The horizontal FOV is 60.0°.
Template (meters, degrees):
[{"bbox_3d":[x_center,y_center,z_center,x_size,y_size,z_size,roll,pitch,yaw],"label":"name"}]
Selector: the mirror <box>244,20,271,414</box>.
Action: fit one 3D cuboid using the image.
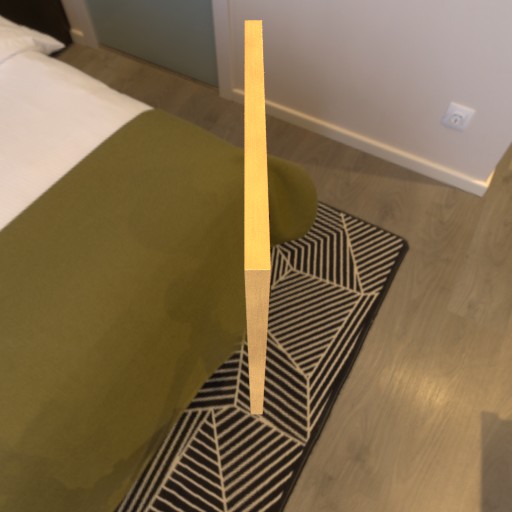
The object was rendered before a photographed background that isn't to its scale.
[{"bbox_3d":[0.000,0.000,1.168,0.041,0.915,0.609,-1,58,0],"label":"mirror"}]
